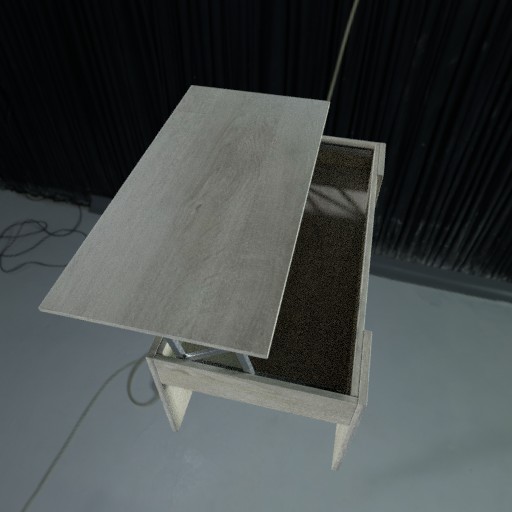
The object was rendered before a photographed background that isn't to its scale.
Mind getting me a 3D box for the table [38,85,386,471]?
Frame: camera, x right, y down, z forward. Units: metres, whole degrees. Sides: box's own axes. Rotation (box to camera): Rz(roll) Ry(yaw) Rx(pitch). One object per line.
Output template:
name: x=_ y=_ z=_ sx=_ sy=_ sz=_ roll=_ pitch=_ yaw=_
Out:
table: x=0.000 y=0.000 z=1.419 sx=0.711 sy=0.570 sz=1.000 roll=10 pitch=49 yaw=9
